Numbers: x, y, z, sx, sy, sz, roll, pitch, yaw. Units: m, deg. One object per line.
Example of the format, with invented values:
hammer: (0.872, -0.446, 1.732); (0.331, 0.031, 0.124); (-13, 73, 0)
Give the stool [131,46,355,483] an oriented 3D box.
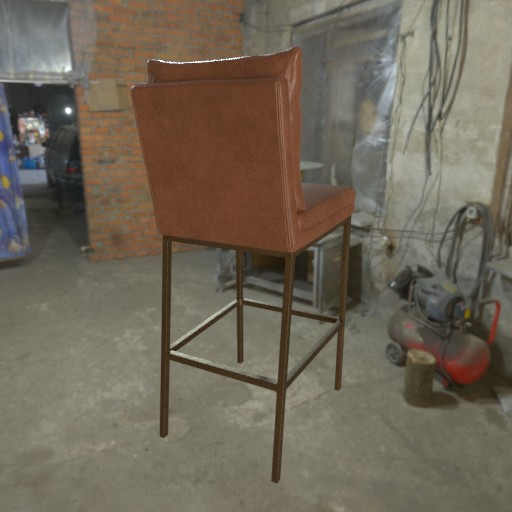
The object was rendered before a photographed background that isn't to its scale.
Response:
stool: (0.000, 0.000, 1.397); (0.463, 1.124, 0.571); (8, 18, 27)
